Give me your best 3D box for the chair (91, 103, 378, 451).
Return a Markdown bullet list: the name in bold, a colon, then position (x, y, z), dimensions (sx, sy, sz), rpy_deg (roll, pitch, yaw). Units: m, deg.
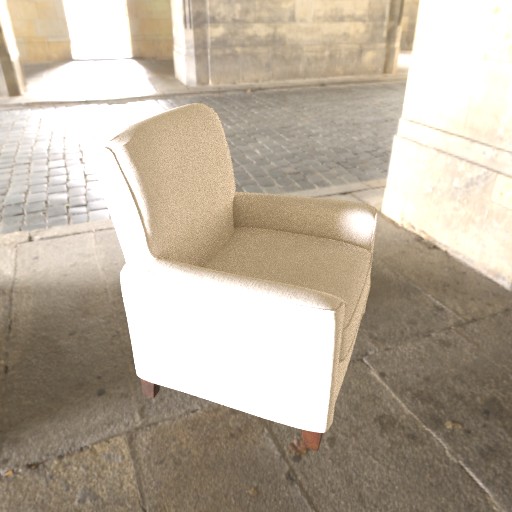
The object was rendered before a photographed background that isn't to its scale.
- **chair**: position (0.000, 0.000, 1.721), dimensions (0.858, 1.028, 0.841), rpy_deg (11, 31, 18)
